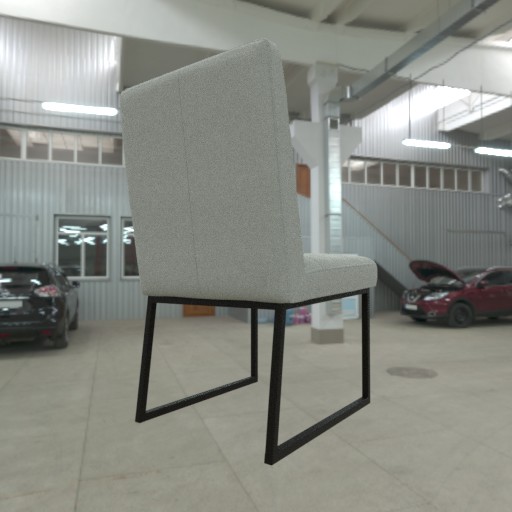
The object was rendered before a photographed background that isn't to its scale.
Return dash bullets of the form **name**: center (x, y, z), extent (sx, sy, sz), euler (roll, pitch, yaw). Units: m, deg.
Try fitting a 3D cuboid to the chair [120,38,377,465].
- **chair**: center (0.000, 0.000, 1.317), extent (0.520, 0.930, 0.634), euler (-1, -2, 36)
